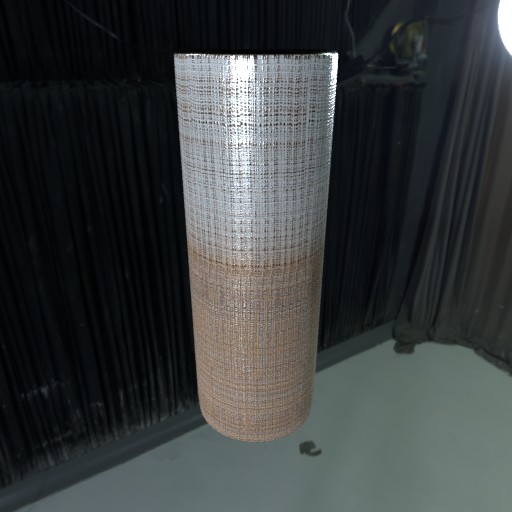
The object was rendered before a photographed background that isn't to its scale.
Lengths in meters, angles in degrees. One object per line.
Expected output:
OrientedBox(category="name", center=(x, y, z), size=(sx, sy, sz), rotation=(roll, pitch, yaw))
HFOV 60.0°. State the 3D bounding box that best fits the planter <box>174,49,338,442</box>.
OrientedBox(category="planter", center=(0.000, 0.000, 0.329), size=(0.099, 0.278, 0.099), rotation=(-17, 30, -32))
